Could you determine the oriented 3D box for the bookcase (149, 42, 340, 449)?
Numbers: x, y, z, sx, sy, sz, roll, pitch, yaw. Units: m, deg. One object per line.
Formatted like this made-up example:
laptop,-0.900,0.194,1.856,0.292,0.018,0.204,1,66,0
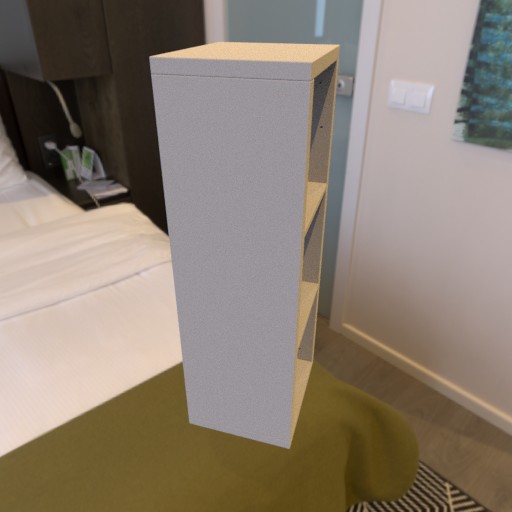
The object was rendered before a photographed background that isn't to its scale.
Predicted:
bookcase,0.000,0.000,1.277,0.330,1.080,0.390,8,31,14
